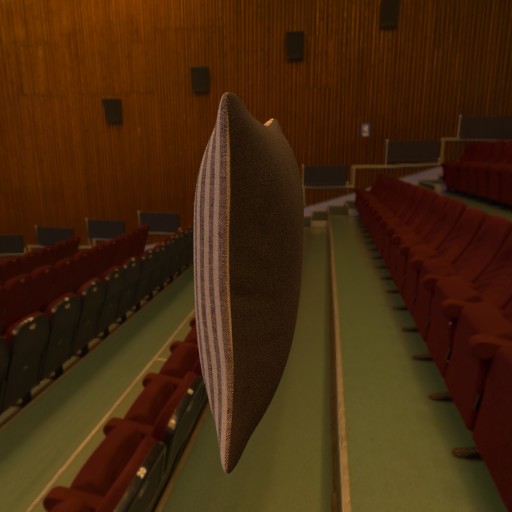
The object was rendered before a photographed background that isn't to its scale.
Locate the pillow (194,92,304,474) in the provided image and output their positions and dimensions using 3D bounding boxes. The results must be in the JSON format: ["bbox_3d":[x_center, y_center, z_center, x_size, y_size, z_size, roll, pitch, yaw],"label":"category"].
[{"bbox_3d":[0.000,0.000,0.805,0.166,0.506,0.523,2,14,8],"label":"pillow"}]
